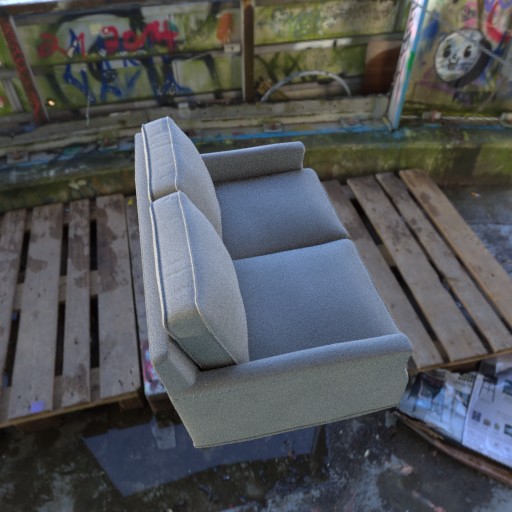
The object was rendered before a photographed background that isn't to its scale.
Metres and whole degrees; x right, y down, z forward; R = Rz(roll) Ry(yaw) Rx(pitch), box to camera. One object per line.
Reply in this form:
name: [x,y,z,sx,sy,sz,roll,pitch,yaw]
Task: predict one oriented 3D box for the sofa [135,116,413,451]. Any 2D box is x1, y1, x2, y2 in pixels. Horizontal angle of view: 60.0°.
sofa: [0.000,0.000,2.320,1.084,1.003,1.597,-9,47,-9]
